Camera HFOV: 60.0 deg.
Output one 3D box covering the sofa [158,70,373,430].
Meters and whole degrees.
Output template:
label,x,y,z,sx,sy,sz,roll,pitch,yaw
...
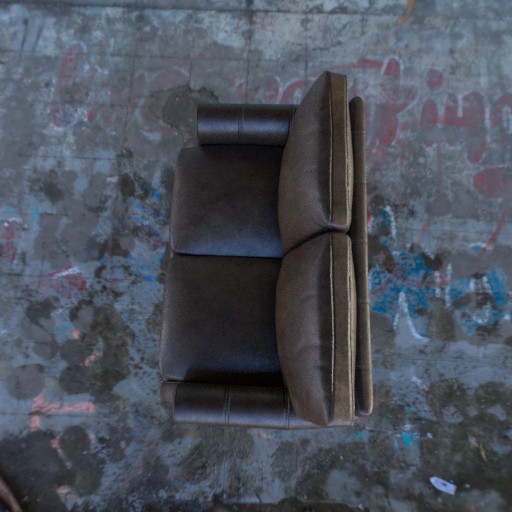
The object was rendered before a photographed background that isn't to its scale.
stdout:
label,x,y,z,sx,sy,sz,roll,pitch,yaw
sofa,0.000,0.000,2.236,0.990,0.976,1.616,2,75,1
